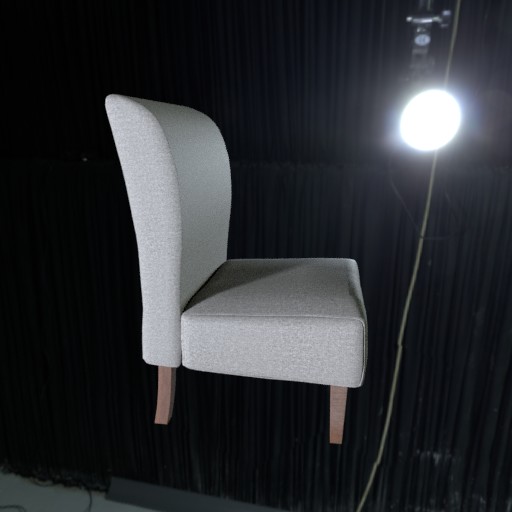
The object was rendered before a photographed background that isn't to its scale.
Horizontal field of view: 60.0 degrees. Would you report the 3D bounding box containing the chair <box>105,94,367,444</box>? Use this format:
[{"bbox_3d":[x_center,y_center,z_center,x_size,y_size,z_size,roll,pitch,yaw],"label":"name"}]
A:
[{"bbox_3d":[0.000,0.000,1.204,0.592,0.804,0.513,2,16,8],"label":"chair"}]
